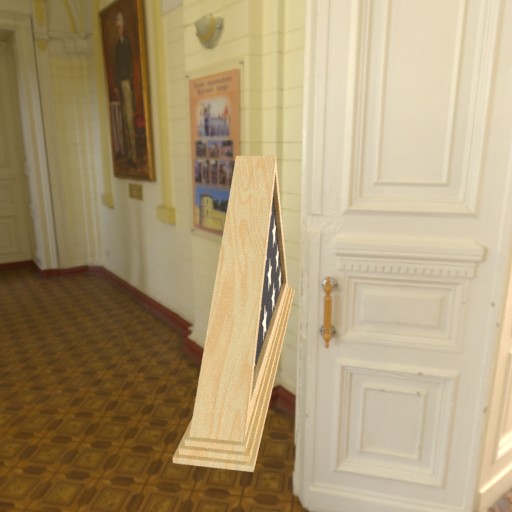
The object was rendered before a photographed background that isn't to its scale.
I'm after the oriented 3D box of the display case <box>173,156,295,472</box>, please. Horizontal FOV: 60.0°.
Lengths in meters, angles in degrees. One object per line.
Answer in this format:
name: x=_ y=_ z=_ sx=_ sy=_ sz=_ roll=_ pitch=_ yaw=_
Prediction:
display case: x=0.000 y=0.000 z=0.772 sx=0.095 sy=0.340 sz=0.640 roll=2 pitch=14 yaw=9
